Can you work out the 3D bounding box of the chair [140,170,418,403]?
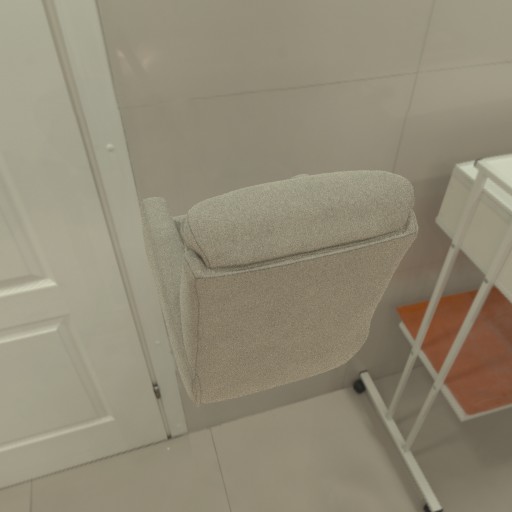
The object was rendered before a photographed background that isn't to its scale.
[{"bbox_3d":[0.000,0.000,1.678,0.794,1.021,0.940,-12,43,-13],"label":"chair"}]
